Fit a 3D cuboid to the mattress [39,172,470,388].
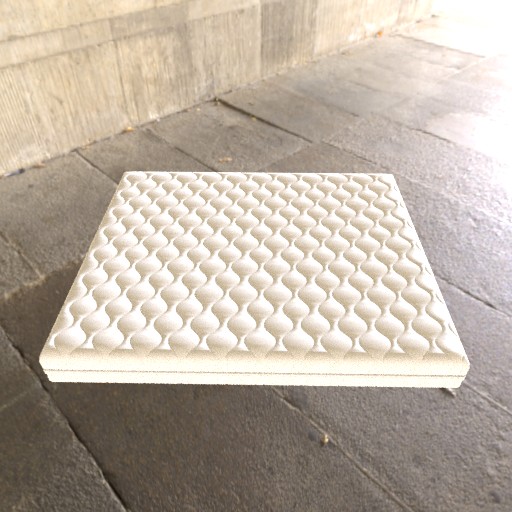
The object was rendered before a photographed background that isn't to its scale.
[{"bbox_3d":[0.000,0.000,2.578,1.900,0.200,1.600,1,41,1],"label":"mattress"}]
